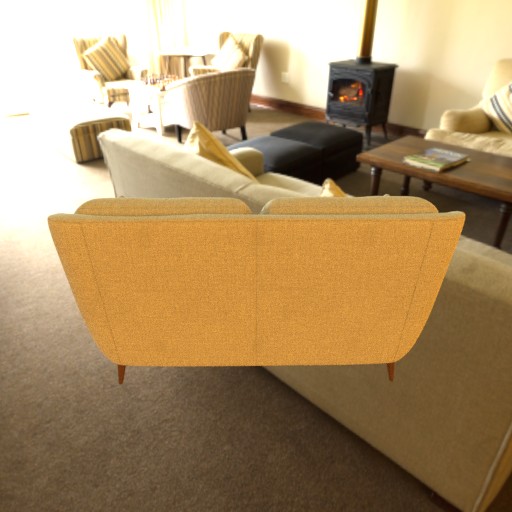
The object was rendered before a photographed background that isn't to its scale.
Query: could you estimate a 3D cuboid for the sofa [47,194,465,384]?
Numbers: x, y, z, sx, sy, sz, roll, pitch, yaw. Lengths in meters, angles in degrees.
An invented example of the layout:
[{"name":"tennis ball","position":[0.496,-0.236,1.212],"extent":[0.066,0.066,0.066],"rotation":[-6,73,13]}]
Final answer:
[{"name":"sofa","position":[0.000,0.000,2.203],"extent":[1.652,0.888,0.965],"rotation":[0,31,-1]}]
